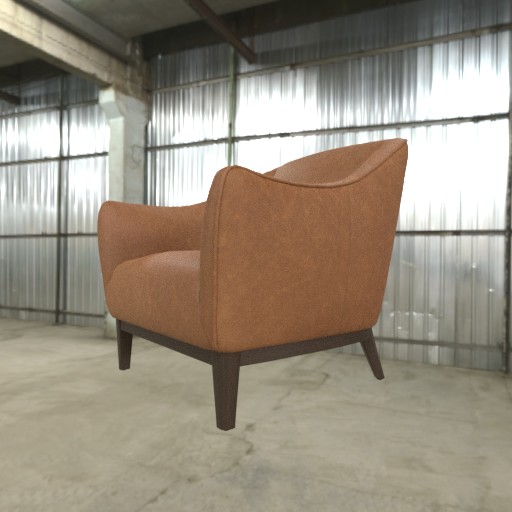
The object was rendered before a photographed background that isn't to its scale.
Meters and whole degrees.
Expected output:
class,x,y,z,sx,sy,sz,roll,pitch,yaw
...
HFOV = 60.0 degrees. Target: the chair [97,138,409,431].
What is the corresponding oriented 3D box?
class,x,y,z,sx,sy,sz,roll,pitch,yaw
chair,0.000,0.000,1.544,0.852,0.830,0.871,0,1,-37
